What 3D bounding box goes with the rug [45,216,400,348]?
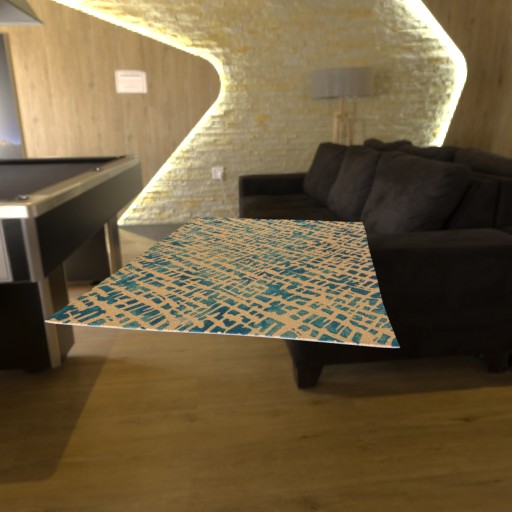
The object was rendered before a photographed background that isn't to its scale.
[{"bbox_3d":[0.000,0.000,2.325,1.209,0.011,1.830,3,17,9],"label":"rug"}]
